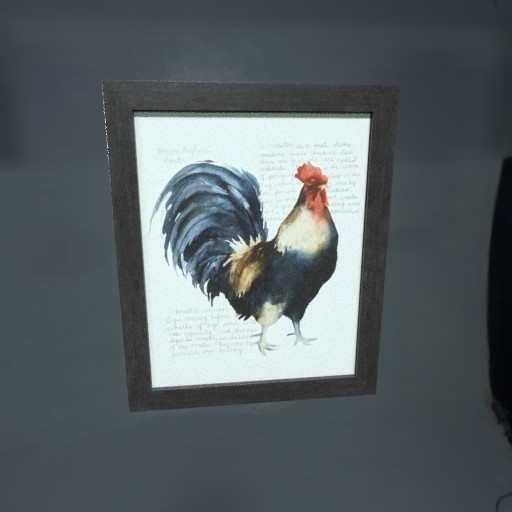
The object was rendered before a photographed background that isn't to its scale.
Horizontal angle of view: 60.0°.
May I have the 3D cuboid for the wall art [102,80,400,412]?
[{"bbox_3d":[0.000,0.000,0.794,0.479,0.580,0.027,-2,15,-7],"label":"wall art"}]
